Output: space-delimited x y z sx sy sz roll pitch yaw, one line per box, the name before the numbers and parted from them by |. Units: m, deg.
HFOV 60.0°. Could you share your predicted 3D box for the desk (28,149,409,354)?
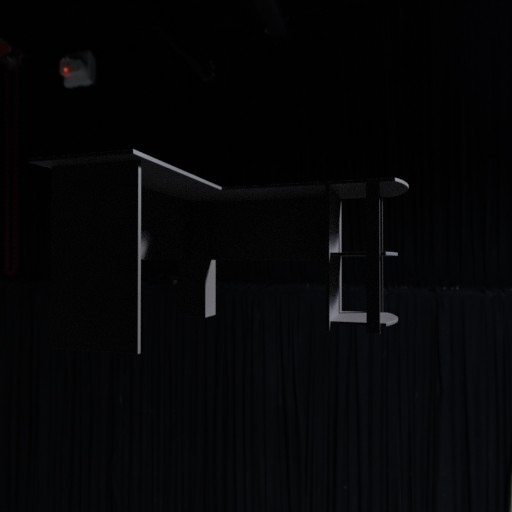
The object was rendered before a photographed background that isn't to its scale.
desk | 0.000 0.000 2.054 1.361 0.716 1.303 0 -1 17
